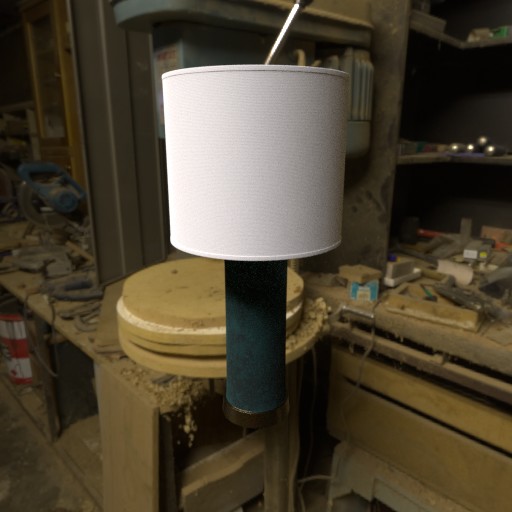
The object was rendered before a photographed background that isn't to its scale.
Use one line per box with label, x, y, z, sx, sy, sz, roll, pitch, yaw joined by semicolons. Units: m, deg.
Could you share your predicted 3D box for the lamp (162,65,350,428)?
lamp;0.000;0.000;0.804;0.301;0.630;0.301;-15;21;-42
